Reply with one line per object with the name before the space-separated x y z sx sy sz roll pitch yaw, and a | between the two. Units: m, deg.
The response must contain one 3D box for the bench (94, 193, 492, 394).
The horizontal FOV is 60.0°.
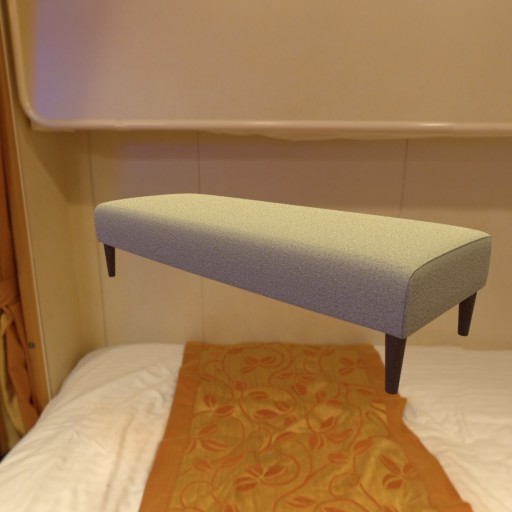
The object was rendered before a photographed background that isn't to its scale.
bench | 0.000 0.000 1.814 1.598 0.383 0.631 14 20 43
